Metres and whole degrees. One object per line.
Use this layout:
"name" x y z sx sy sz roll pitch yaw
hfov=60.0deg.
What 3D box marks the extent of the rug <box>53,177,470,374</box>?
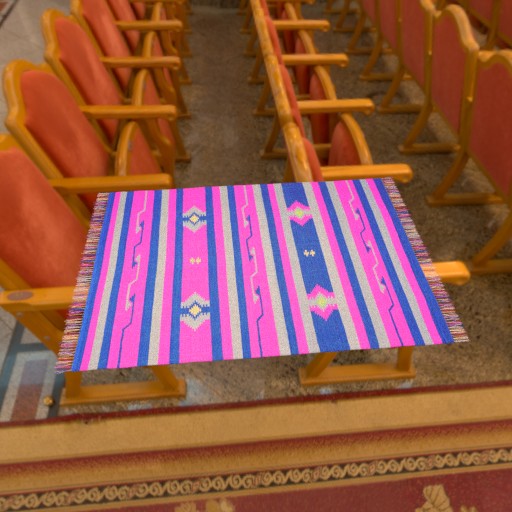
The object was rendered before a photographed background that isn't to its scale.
"rug" 0.000 0.000 2.973 2.350 0.013 1.539 -4 47 -3
